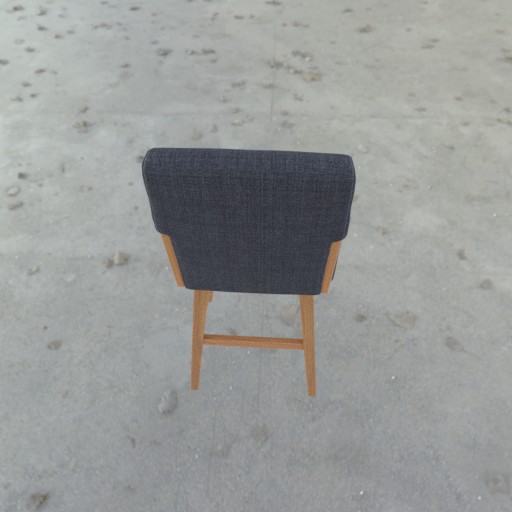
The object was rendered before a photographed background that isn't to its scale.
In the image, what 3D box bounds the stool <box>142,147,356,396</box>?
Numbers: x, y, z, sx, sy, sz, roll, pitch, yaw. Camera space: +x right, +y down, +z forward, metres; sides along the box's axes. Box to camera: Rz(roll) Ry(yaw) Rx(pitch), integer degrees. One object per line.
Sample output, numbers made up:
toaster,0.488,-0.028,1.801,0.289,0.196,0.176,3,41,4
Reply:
stool,0.000,0.000,1.428,0.483,1.112,0.570,2,47,2
